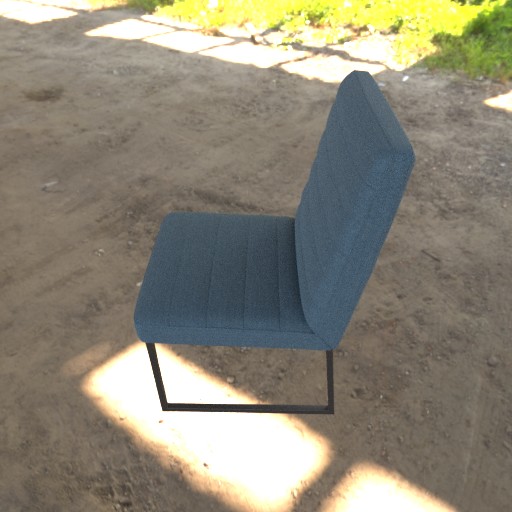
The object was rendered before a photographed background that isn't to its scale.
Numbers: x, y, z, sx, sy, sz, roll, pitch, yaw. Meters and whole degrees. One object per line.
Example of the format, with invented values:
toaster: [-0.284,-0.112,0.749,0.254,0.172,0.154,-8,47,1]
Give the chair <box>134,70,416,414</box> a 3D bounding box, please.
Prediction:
chair: [0.000,0.000,1.309,0.634,0.930,0.520,1,39,1]
